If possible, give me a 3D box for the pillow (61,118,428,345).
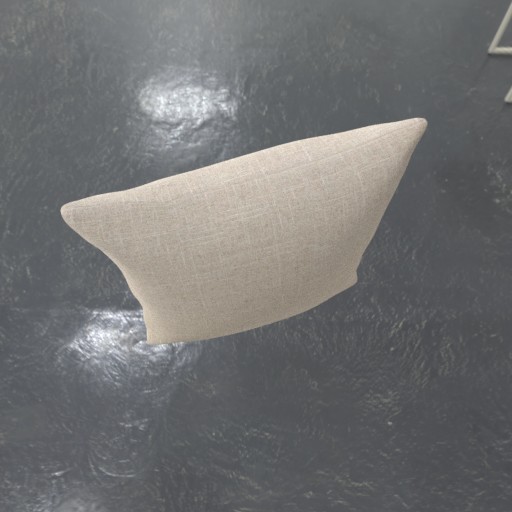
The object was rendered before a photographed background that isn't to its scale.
[{"bbox_3d":[0.000,0.000,0.645,0.414,0.399,0.173,-16,61,-9],"label":"pillow"}]
